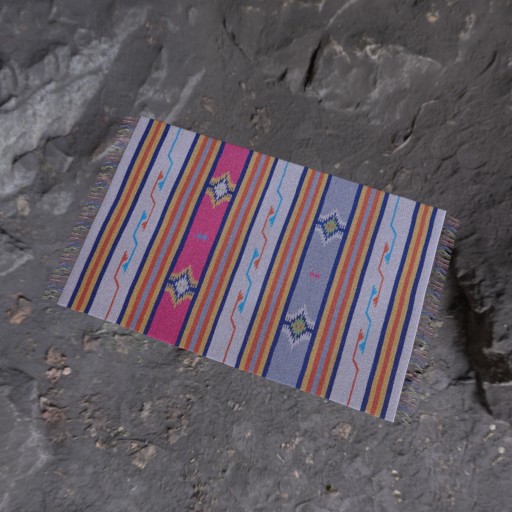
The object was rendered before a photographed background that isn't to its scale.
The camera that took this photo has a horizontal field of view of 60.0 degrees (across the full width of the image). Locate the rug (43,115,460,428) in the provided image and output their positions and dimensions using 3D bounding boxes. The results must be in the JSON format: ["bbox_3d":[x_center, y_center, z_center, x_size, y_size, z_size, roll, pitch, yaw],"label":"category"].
[{"bbox_3d":[0.000,0.000,2.207,1.849,0.013,1.084,18,77,4],"label":"rug"}]
